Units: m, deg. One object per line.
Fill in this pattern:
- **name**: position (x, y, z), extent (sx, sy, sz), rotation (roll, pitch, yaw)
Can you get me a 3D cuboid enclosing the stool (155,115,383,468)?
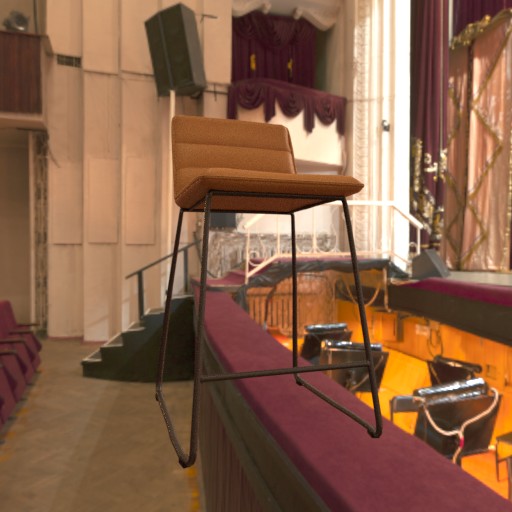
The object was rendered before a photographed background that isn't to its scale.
- **stool**: position (0.000, 0.000, 1.198), extent (0.489, 0.866, 0.524), rotation (0, 1, -19)
